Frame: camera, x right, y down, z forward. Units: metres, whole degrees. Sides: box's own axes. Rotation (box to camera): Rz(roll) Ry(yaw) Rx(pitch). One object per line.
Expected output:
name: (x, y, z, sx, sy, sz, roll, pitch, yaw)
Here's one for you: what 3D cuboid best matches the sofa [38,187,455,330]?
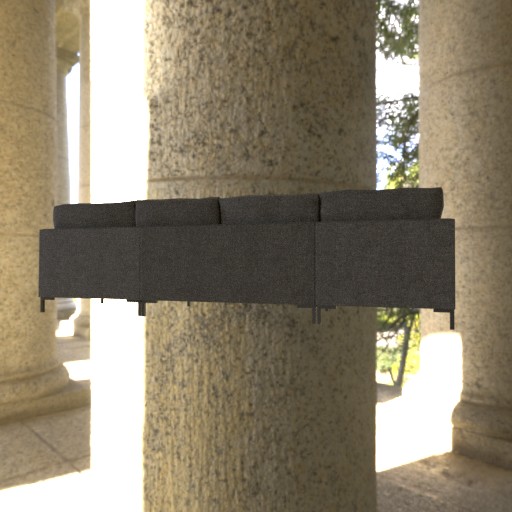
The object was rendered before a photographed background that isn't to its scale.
sofa: (0.000, 0.000, 4.352, 3.423, 0.999, 2.048, 0, -1, 17)
